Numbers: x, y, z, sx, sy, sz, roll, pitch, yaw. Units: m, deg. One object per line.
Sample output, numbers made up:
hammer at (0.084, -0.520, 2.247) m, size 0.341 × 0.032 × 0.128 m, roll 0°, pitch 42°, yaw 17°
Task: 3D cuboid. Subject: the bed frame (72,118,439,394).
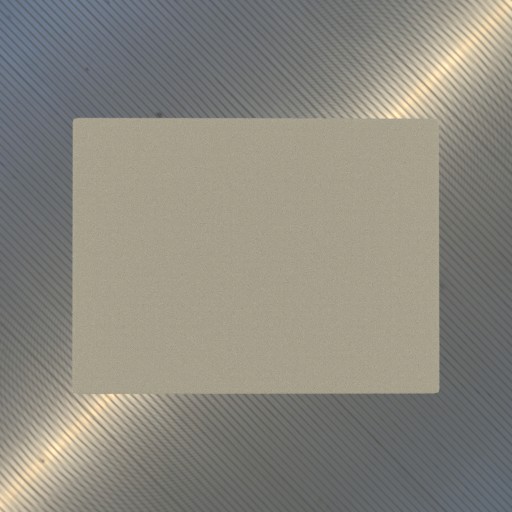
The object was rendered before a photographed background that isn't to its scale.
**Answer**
bed frame at (0.000, 0.000, 3.465) m, size 2.635 × 0.680 × 1.990 m, roll 0°, pitch 90°, yaw 0°
